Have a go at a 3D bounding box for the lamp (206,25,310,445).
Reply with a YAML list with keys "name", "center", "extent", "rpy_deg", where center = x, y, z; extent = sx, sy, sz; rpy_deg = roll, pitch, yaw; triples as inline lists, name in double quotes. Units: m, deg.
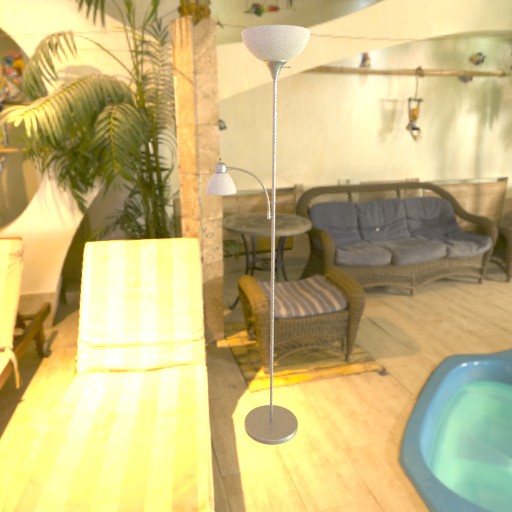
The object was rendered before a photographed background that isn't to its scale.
- name: "lamp"
  center: [0.000, 0.000, 1.967]
  extent: [0.425, 1.804, 0.279]
  rpy_deg: [-3, 17, -10]
